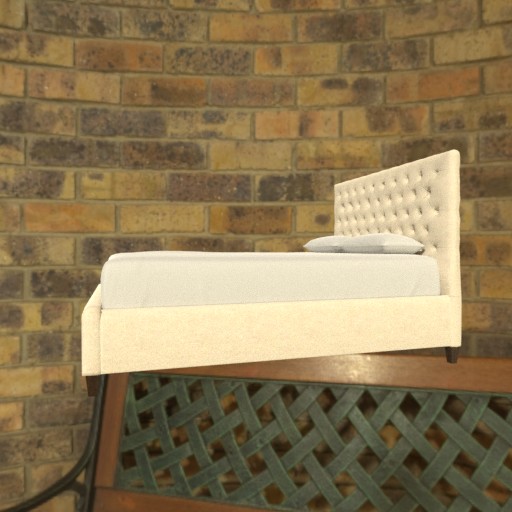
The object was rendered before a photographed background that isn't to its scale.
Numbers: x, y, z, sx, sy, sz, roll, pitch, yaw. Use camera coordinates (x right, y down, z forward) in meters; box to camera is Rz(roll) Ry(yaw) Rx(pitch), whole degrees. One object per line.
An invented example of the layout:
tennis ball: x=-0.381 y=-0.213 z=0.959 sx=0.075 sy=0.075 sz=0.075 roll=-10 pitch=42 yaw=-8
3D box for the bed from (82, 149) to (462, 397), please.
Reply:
bed: x=0.000 y=0.000 z=3.411 sx=2.387 sy=1.427 sz=1.698 roll=0 pitch=1 yaw=-17
